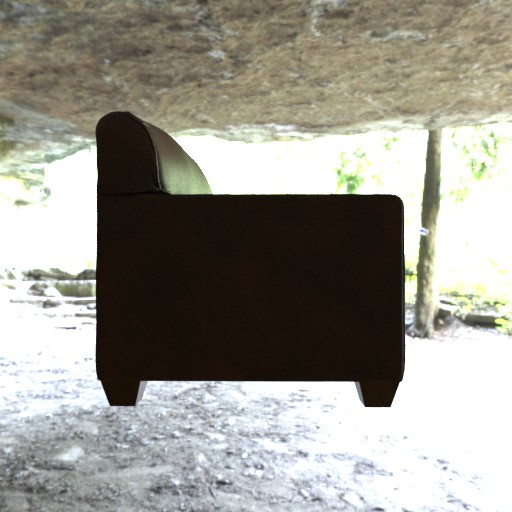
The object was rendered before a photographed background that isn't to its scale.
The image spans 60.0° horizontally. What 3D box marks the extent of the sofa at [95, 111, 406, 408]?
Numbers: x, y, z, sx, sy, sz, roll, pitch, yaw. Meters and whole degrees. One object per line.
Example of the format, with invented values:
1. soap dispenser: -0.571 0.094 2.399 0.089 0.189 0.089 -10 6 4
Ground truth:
1. sofa: 0.000 0.000 2.031 1.000 0.956 1.413 0 -1 1
